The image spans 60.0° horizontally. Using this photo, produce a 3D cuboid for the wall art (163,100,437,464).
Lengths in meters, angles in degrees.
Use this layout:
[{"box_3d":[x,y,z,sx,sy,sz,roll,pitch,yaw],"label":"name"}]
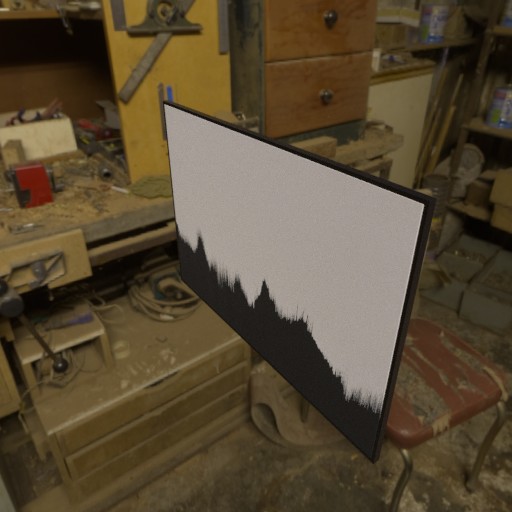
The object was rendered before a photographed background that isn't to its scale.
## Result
[{"box_3d":[0.000,0.000,1.202,0.019,0.660,0.957,-20,36,-30],"label":"wall art"}]
